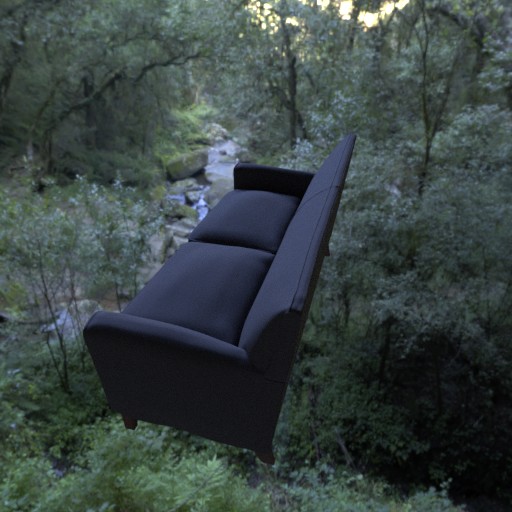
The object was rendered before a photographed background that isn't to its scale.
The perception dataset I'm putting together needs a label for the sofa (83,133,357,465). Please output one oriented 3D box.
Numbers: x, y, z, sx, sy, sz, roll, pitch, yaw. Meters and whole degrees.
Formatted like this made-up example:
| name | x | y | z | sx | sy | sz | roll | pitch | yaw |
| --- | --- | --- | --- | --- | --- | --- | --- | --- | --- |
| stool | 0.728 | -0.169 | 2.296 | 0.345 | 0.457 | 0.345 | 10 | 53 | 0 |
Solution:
| name | x | y | z | sx | sy | sz | roll | pitch | yaw |
| --- | --- | --- | --- | --- | --- | --- | --- | --- | --- |
| sofa | 0.000 | 0.000 | 2.441 | 0.843 | 0.907 | 2.002 | 8 | 32 | 13 |
